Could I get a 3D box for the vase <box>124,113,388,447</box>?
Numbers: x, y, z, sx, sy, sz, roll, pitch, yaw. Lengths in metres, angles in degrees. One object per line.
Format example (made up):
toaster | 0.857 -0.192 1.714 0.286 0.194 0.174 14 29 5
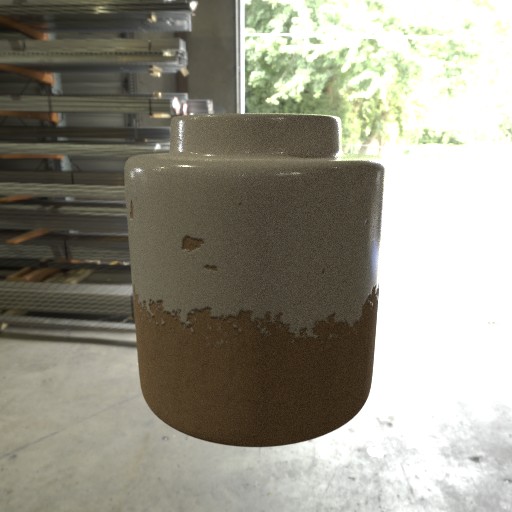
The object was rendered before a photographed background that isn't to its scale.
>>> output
vase | 0.000 0.000 0.280 0.153 0.167 0.153 0 15 0
